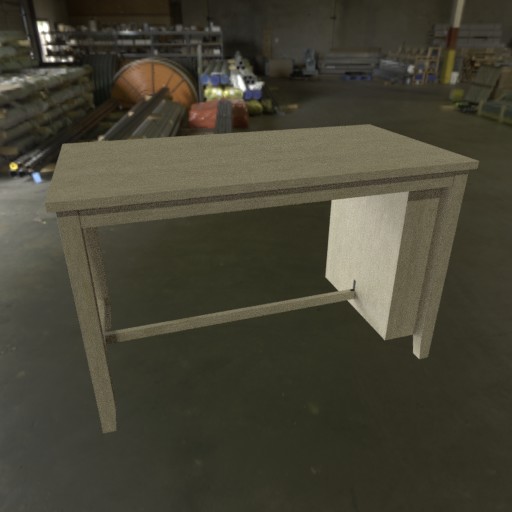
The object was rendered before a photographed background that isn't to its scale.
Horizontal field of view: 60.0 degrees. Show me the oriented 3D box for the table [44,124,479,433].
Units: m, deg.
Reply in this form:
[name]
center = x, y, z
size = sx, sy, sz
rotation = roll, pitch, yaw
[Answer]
[table]
center = 0.000, 0.000, 1.857
size = 1.397, 0.874, 0.729
rotation = -8, 28, -16
